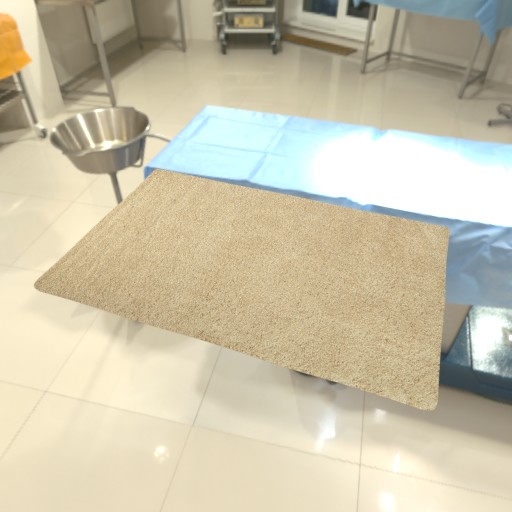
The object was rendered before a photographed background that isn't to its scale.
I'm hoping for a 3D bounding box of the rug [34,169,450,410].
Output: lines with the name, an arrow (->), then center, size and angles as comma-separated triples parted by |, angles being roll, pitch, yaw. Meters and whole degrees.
rug -> 0.000, 0.000, 2.896 | 2.349, 0.025, 1.500 | 14, 43, 15
